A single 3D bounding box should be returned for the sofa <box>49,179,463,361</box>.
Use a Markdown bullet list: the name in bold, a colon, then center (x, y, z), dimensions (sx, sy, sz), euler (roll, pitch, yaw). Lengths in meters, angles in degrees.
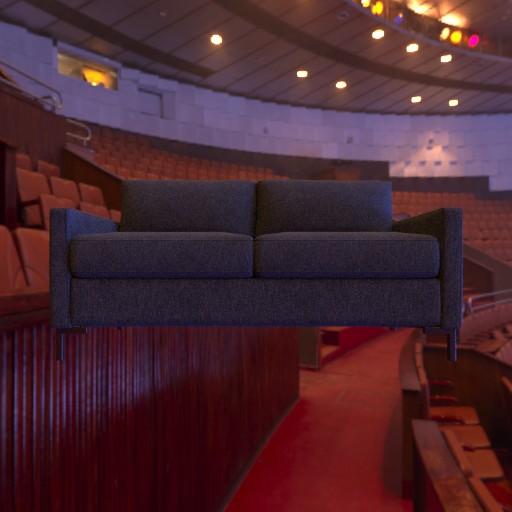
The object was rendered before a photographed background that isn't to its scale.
- **sofa**: center (0.000, 0.000, 2.209), dimensions (1.716, 0.862, 0.866), euler (0, -1, 1)
